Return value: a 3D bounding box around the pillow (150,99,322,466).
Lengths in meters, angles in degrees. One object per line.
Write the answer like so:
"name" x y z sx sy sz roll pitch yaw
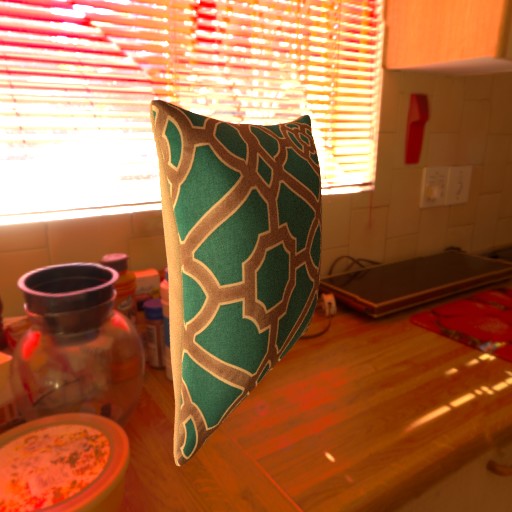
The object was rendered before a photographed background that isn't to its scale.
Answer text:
"pillow" 0.000 0.000 0.803 0.166 0.507 0.526 8 17 26
